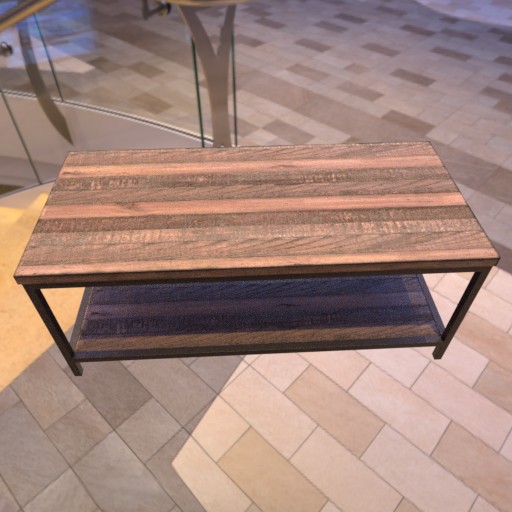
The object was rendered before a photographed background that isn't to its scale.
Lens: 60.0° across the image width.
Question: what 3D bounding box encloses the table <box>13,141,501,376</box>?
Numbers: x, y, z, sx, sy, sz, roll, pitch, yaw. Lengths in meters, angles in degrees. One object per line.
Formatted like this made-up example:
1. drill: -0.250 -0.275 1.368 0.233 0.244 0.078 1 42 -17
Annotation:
1. table: 0.000 0.000 1.198 0.990 0.399 0.452 -2 46 -2
